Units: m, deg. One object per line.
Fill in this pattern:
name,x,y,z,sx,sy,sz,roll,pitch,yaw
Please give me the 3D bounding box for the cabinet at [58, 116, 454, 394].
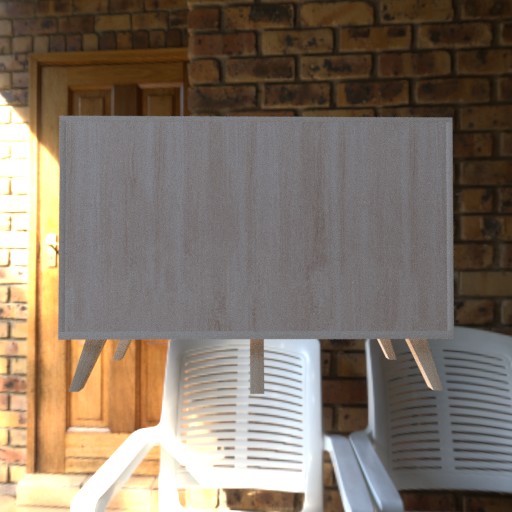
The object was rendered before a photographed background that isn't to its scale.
cabinet,0.000,0.000,1.496,1.110,0.780,0.500,0,-1,-1
